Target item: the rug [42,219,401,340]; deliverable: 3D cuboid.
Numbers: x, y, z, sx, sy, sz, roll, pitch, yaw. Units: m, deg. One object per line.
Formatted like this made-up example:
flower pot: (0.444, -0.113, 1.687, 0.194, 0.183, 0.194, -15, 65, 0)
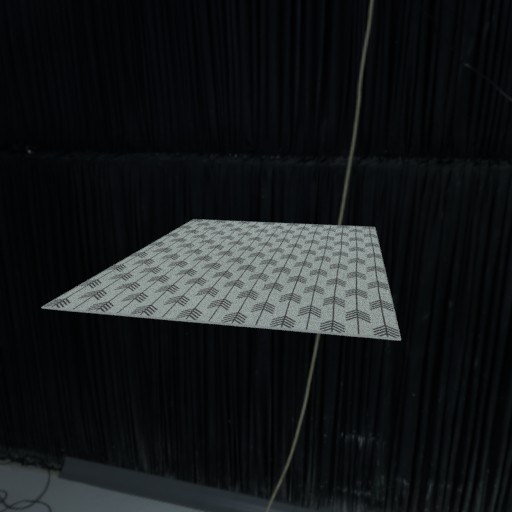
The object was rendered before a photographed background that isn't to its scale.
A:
rug: (0.000, 0.000, 4.193, 2.330, 0.010, 3.061, 3, 16, 11)
